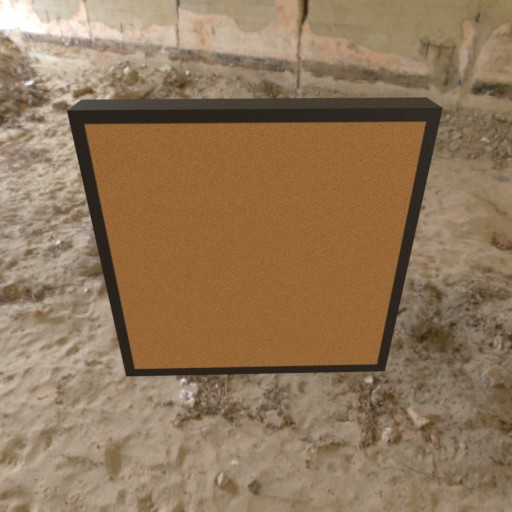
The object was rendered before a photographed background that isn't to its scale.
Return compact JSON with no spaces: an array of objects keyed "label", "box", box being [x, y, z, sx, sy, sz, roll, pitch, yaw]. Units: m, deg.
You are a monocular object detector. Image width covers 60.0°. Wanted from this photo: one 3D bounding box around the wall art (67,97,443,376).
[{"label":"wall art","box":[0.000,0.000,0.454,0.304,0.304,0.038,-1,32,-1]}]
